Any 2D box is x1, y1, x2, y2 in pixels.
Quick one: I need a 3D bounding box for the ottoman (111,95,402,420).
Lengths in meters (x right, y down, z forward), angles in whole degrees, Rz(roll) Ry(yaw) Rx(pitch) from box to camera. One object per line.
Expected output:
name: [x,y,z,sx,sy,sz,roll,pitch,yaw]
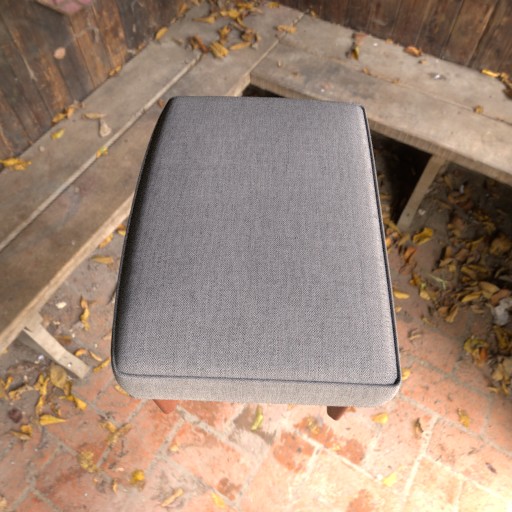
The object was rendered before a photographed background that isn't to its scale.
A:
ottoman: [0.000,0.000,1.105,0.555,0.458,0.750,2,59,1]
